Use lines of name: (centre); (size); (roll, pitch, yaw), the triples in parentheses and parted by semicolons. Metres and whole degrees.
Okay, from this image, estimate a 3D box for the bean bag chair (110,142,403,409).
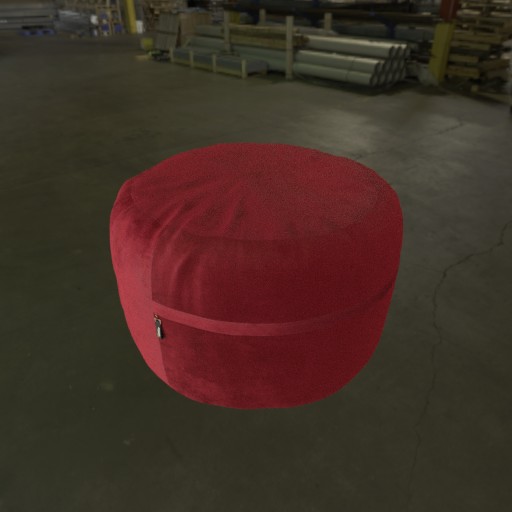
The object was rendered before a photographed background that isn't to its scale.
bean bag chair: (0.000, 0.000, 1.986); (1.219, 0.762, 1.219); (0, 32, 0)
